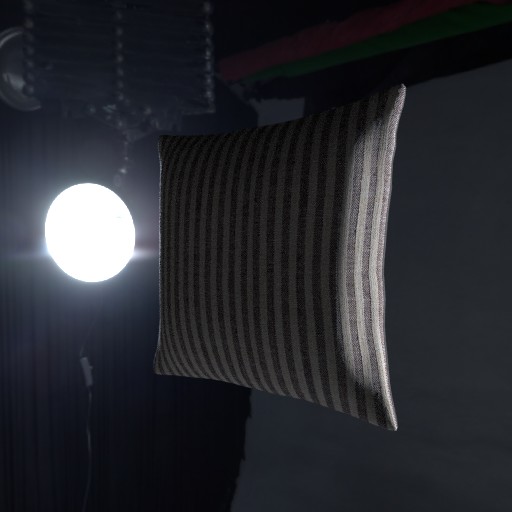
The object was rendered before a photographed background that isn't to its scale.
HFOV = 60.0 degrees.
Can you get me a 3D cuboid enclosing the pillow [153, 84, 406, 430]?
[{"bbox_3d":[0.000,0.000,0.795,0.523,0.506,0.166,1,1,35],"label":"pillow"}]
